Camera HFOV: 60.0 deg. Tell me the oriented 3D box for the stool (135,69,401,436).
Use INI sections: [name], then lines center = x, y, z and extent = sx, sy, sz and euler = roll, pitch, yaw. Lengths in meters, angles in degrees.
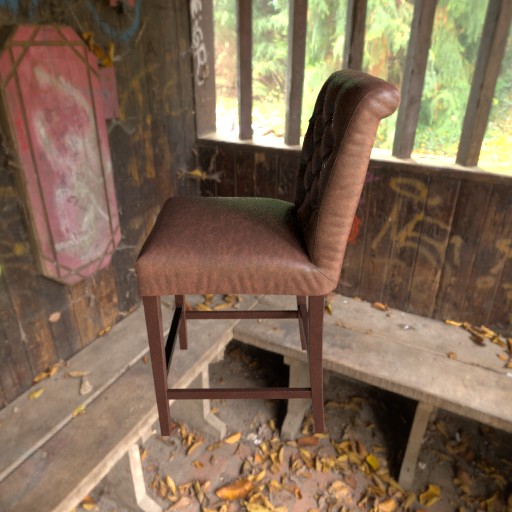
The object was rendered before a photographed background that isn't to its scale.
[stool]
center = 0.000, 0.000, 1.416
extent = 0.660, 1.084, 0.486
euler = 0, 27, -1
